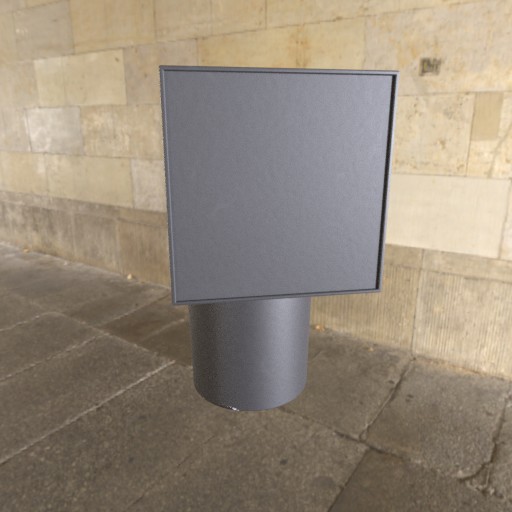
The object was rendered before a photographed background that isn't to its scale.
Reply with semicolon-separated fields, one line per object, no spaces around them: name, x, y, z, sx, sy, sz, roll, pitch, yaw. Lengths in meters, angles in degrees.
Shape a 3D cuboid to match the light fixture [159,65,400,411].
light fixture;0.000;0.000;0.351;0.130;0.257;0.176;-3;16;-10
